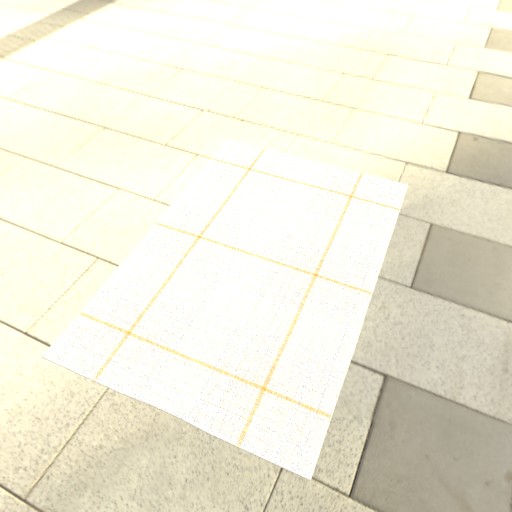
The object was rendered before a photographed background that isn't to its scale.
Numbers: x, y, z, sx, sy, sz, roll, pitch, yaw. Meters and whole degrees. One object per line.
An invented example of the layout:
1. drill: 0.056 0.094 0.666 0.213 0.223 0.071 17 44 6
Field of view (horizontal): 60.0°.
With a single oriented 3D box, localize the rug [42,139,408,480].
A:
1. rug: 0.000 0.000 2.309 1.232 0.015 1.825 18 50 16
